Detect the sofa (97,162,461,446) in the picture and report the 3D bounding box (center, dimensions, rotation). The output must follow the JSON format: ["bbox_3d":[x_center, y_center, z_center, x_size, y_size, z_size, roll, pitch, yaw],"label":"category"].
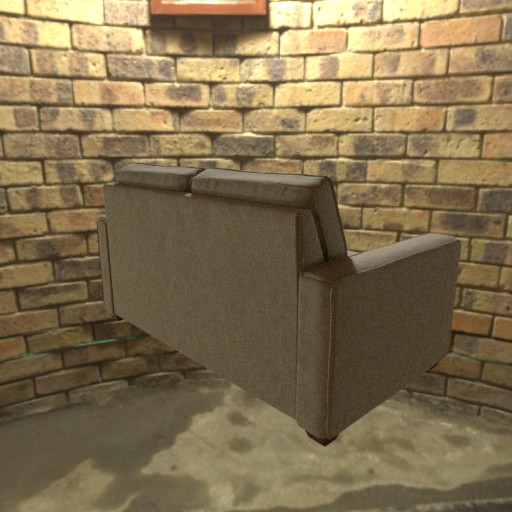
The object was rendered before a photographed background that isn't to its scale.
[{"bbox_3d":[0.000,0.000,2.266,0.945,0.915,1.706,-13,19,-42],"label":"sofa"}]
